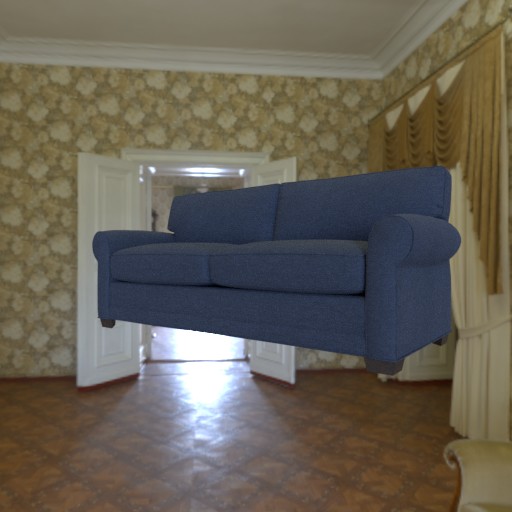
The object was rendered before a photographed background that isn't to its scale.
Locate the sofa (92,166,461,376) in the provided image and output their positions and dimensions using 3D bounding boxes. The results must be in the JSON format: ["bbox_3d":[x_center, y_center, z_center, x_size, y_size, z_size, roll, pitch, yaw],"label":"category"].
[{"bbox_3d":[0.000,0.000,2.895,2.391,1.026,0.954,0,0,37],"label":"sofa"}]
